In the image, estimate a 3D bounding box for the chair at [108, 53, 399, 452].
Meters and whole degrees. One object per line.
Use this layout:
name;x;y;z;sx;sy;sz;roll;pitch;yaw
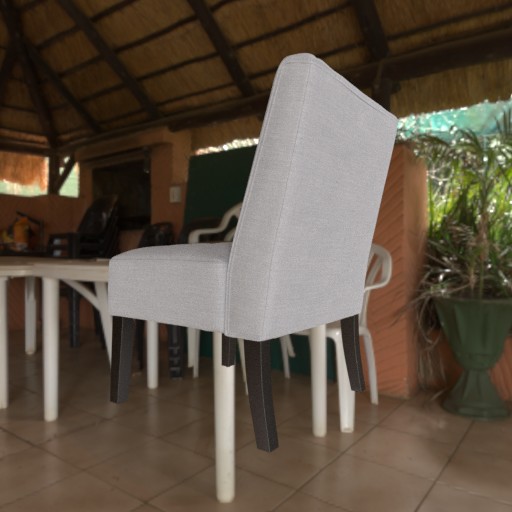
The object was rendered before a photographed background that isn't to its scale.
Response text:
chair;0.000;0.000;1.307;0.676;0.853;0.569;0;1;36
